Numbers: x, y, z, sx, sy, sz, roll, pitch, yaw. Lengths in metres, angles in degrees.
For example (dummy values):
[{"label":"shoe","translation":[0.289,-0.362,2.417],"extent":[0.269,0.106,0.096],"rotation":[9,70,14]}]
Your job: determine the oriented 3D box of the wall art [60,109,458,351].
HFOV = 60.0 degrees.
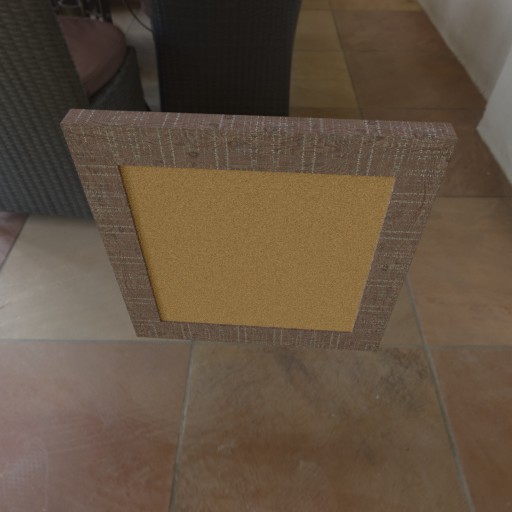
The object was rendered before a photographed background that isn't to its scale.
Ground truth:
[{"label":"wall art","translation":[0.000,0.000,0.797],"extent":[0.531,0.531,0.040],"rotation":[3,47,3]}]
